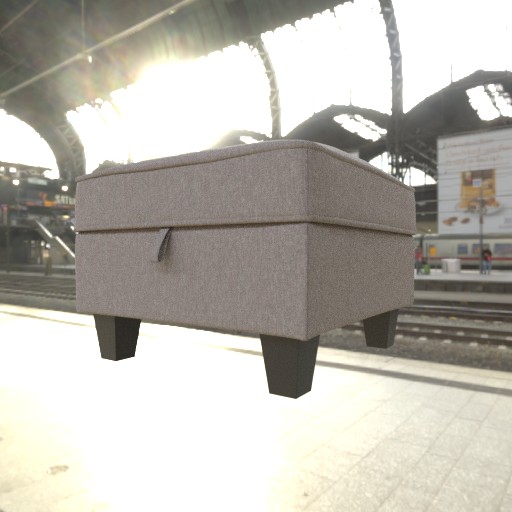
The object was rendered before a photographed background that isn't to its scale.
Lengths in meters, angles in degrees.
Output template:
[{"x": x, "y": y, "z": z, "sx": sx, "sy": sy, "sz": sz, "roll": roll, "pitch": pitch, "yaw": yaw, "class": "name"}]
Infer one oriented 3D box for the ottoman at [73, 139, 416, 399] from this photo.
[{"x": 0.000, "y": 0.000, "z": 1.411, "sx": 0.808, "sy": 0.612, "sz": 0.871, "roll": 0, "pitch": 0, "yaw": 34, "class": "ottoman"}]
